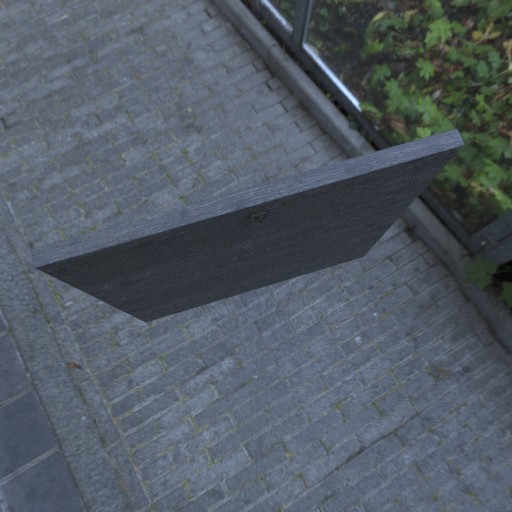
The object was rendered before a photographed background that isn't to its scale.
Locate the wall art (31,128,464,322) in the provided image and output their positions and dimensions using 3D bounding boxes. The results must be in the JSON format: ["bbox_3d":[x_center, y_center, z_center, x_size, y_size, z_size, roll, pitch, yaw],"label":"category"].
[{"bbox_3d":[0.000,0.000,0.678,0.462,0.459,0.027,-17,75,-4],"label":"wall art"}]
